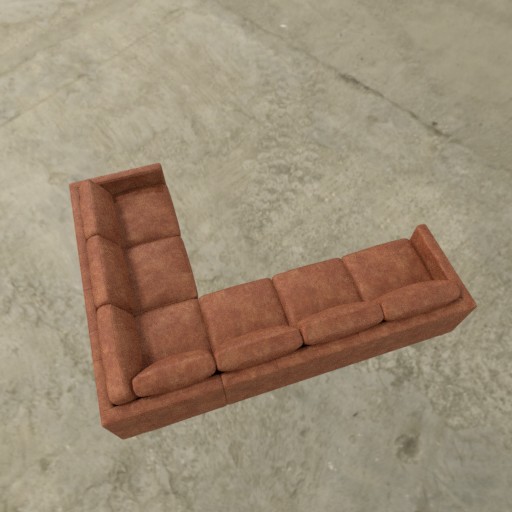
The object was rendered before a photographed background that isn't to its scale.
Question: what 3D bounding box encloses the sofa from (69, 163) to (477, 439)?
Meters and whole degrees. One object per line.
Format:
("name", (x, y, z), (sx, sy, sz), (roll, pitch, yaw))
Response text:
("sofa", (0.000, 0.000, 4.299), (3.167, 0.838, 2.438), (-15, 60, -9))
